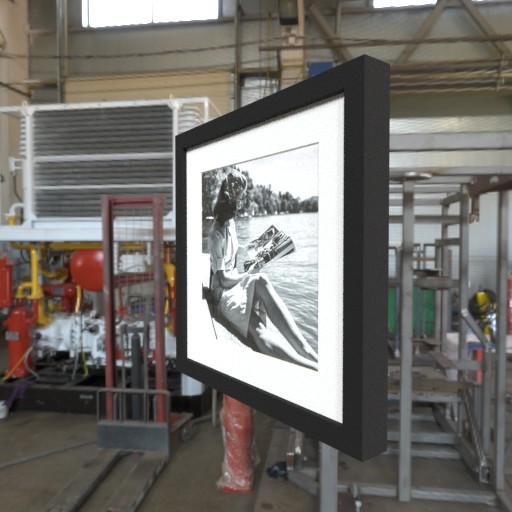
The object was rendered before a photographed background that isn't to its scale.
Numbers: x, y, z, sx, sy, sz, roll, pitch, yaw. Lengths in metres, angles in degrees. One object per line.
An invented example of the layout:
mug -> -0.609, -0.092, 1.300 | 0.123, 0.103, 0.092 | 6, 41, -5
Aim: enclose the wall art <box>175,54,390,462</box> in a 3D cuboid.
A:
wall art -> 0.000, 0.000, 0.463 | 0.030, 0.305, 0.308 | -1, 2, -37
